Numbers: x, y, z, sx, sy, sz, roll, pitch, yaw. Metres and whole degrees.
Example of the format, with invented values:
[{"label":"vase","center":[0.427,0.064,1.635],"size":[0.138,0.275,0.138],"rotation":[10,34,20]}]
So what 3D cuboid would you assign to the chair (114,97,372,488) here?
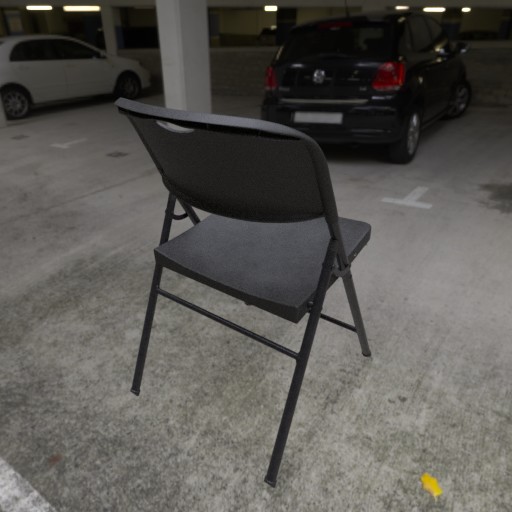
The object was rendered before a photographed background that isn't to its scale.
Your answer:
[{"label":"chair","center":[0.000,0.000,1.120],"size":[0.494,0.810,0.566],"rotation":[20,35,31]}]
